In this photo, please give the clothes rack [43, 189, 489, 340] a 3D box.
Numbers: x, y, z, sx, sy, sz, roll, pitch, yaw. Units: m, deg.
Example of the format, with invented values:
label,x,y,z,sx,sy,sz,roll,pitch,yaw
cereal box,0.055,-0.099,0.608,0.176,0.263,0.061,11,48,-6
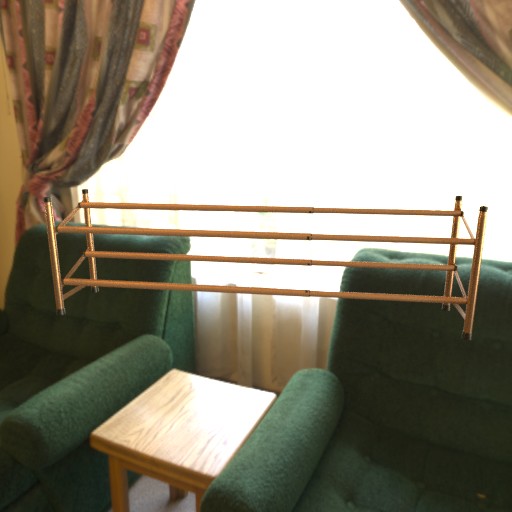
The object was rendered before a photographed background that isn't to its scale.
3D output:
label,x,y,z,sx,sy,sz,roll,pitch,yaw
clothes rack,0.000,0.000,1.294,1.168,0.349,0.229,2,15,8
